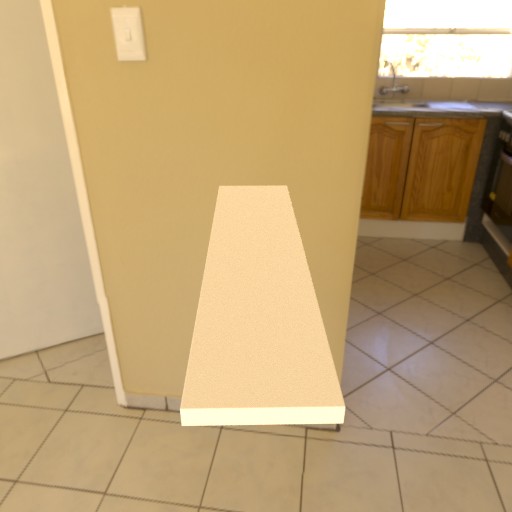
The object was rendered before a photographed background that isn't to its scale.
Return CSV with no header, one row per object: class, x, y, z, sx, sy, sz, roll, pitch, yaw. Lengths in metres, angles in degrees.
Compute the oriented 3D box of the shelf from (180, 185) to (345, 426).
shelf,0.000,0.000,0.650,0.140,0.020,0.610,-1,27,-1
